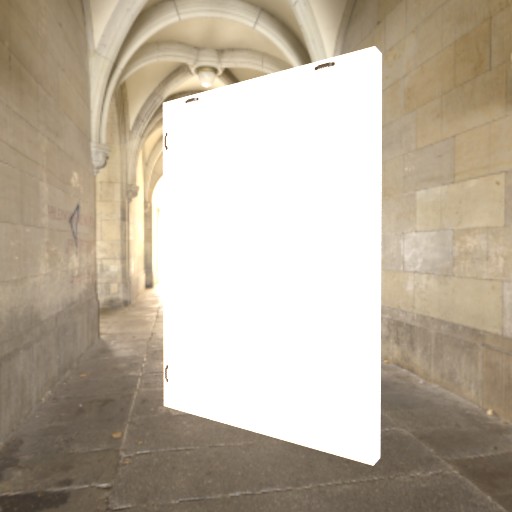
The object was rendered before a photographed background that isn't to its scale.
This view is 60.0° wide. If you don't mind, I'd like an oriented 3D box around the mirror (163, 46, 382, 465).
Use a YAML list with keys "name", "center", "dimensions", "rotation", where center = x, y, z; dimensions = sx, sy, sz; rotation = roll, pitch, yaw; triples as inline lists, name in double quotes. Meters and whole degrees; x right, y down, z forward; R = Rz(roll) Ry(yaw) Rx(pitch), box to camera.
- name: "mirror"
  center: [0.000, 0.000, 0.907]
  dimensions: [0.507, 0.710, 0.040]
  rotation: [1, 1, 35]
